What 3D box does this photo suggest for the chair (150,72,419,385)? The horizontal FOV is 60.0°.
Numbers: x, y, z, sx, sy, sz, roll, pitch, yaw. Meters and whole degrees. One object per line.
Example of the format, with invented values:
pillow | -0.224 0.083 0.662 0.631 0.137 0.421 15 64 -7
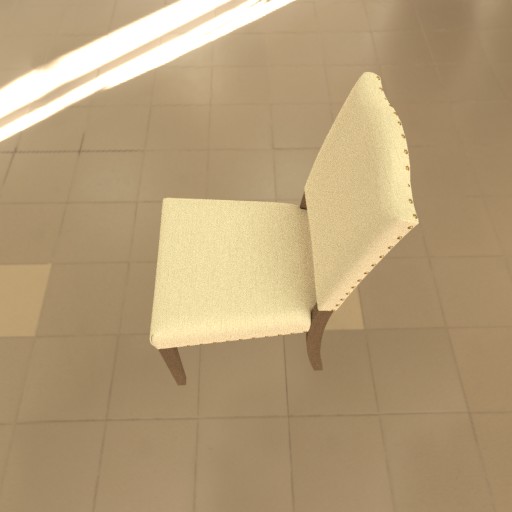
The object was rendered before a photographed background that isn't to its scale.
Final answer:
chair | 0.000 0.000 1.344 0.619 1.015 0.508 -2 59 -1
